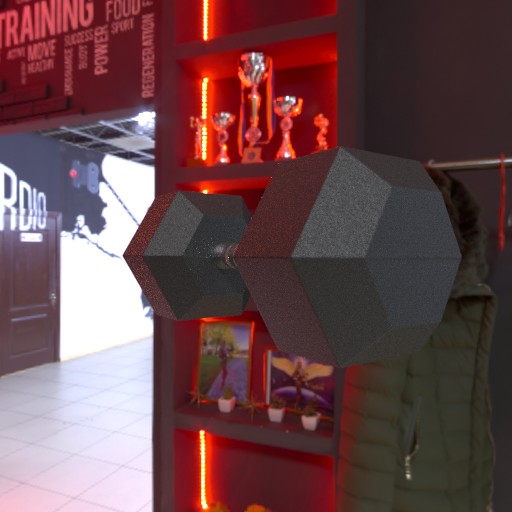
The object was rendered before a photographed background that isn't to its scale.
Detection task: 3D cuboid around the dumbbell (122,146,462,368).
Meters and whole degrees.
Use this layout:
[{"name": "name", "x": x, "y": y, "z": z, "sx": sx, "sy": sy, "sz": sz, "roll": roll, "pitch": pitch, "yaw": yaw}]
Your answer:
[{"name": "dumbbell", "x": 0.000, "y": 0.000, "z": 0.322, "sx": 0.122, "sy": 0.106, "sz": 0.271, "roll": 0, "pitch": 0, "yaw": -35}]
